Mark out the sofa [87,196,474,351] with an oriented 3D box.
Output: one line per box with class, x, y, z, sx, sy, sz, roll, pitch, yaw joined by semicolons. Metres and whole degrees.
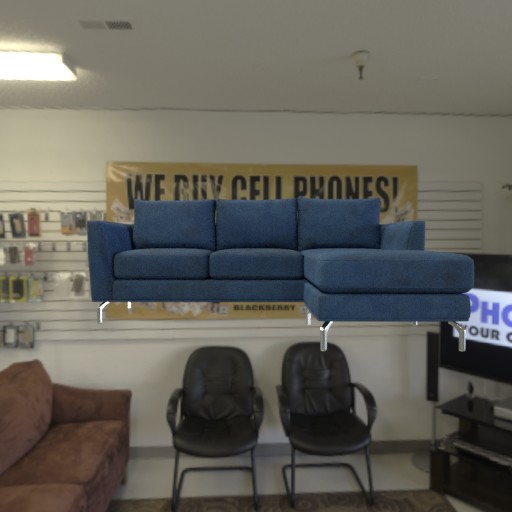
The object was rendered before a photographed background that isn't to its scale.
sofa;0.000;0.000;3.209;2.438;0.987;1.622;0;2;0
